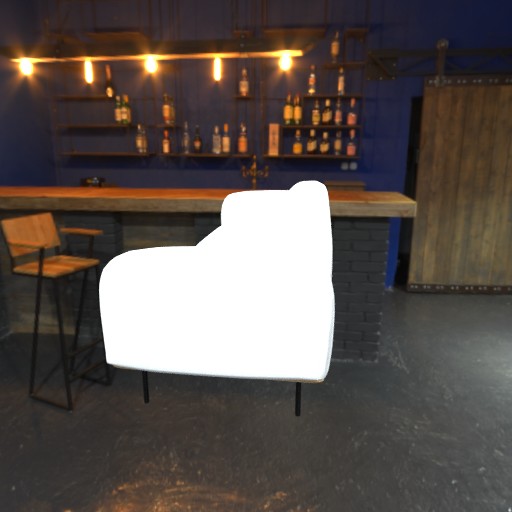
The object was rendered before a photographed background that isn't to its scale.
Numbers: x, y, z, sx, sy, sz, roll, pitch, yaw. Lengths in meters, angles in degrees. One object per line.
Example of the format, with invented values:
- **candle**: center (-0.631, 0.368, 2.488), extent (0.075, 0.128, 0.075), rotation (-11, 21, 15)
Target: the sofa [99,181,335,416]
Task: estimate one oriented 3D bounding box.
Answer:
- **sofa**: center (0.000, 0.000, 2.646), extent (0.870, 0.780, 2.280), rotation (2, 14, 8)
